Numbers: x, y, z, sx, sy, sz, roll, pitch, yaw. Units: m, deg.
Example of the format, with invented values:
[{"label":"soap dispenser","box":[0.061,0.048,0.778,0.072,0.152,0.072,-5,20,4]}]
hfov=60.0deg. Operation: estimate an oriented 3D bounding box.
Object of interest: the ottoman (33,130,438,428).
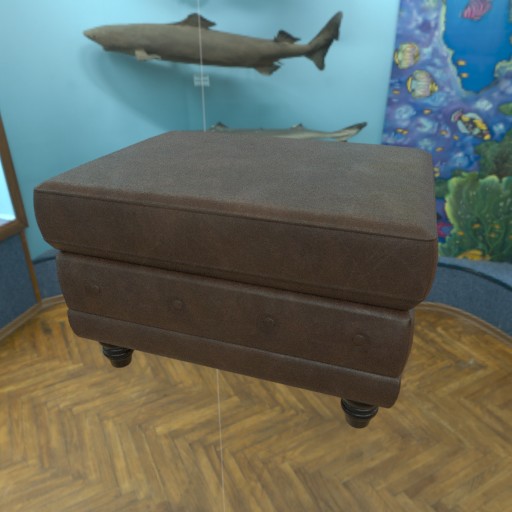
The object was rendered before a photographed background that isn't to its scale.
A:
[{"label":"ottoman","box":[0.000,0.000,1.130,0.795,0.509,0.588,9,28,17]}]
